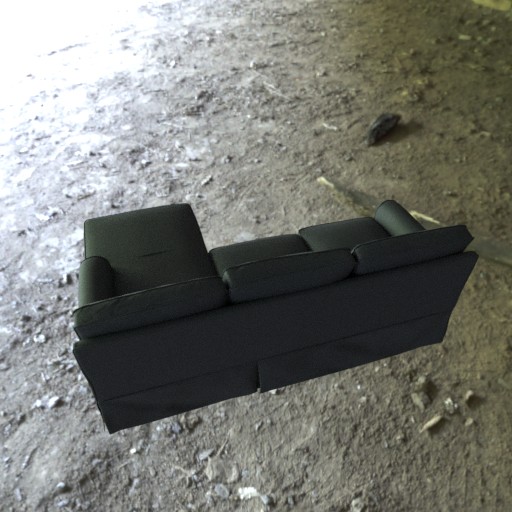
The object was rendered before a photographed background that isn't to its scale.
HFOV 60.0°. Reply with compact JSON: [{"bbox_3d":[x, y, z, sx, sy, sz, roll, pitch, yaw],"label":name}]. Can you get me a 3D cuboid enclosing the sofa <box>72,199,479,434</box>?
[{"bbox_3d":[0.000,0.000,3.318,2.518,1.039,1.637,-12,43,-13],"label":"sofa"}]
